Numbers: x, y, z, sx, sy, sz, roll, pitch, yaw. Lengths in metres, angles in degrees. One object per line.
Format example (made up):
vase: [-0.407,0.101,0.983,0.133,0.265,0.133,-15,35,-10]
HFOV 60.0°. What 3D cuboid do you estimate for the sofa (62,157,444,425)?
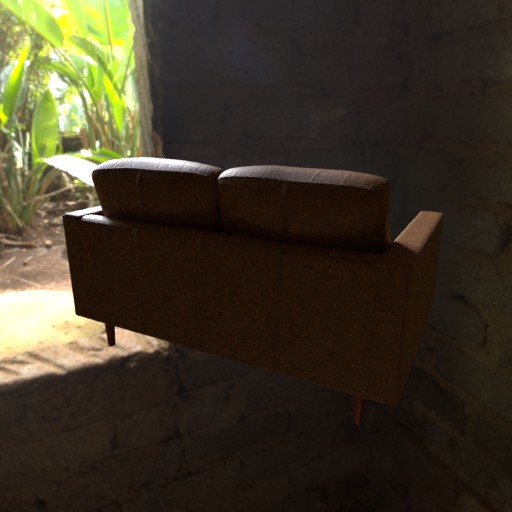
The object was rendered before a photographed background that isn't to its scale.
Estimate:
sofa: [0.000,0.000,2.159,1.578,0.951,0.909,9,20,27]
